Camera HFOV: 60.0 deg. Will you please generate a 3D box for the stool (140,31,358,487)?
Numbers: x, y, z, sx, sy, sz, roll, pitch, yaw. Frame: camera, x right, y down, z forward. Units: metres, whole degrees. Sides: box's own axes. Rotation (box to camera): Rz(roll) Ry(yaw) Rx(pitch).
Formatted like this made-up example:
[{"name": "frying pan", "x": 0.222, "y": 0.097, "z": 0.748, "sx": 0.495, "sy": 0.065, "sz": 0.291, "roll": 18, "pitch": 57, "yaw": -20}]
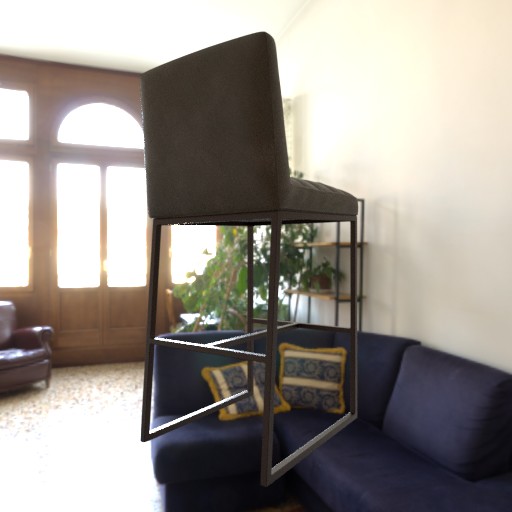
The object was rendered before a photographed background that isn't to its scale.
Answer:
[{"name": "stool", "x": 0.000, "y": 0.000, "z": 1.365, "sx": 0.463, "sy": 1.065, "sz": 0.562, "roll": 0, "pitch": 0, "yaw": 35}]
